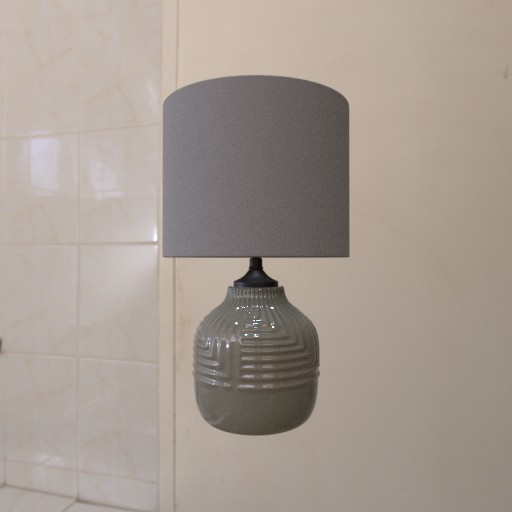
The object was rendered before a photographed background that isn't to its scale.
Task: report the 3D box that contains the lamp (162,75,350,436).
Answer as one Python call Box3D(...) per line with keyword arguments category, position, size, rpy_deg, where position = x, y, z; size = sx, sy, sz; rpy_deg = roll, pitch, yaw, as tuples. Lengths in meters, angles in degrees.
Box3D(category="lamp", position=(0.000, 0.000, 0.769), size=(0.318, 0.567, 0.318), rpy_deg=(0, 0, 0))
